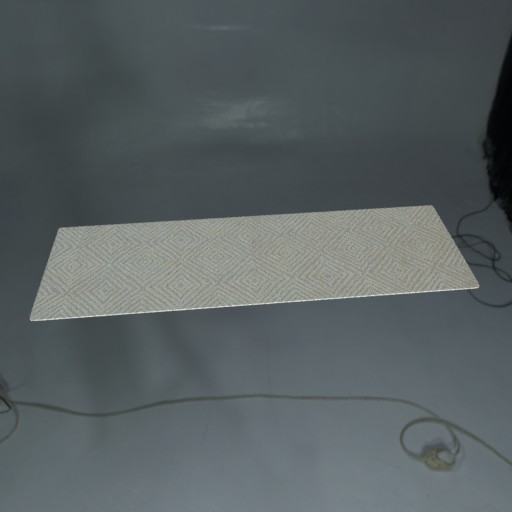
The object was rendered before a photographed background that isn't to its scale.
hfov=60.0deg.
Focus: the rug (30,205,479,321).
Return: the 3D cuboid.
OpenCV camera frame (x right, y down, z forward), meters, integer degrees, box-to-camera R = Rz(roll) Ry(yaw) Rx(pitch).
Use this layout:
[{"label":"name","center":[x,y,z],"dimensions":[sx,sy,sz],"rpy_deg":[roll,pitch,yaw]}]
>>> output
[{"label":"rug","center":[0.000,0.000,2.460],"dimensions":[2.277,0.008,0.676],"rpy_deg":[-4,45,-4]}]
